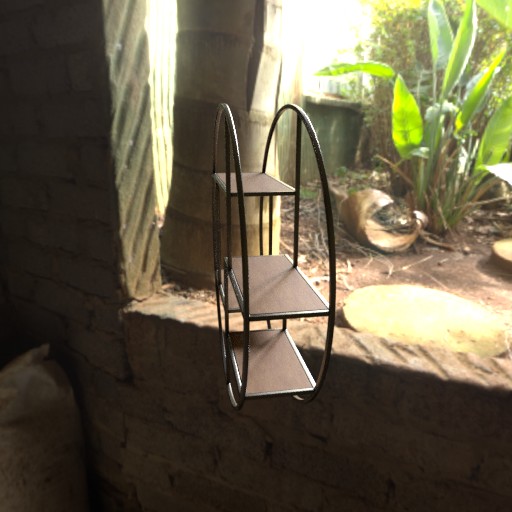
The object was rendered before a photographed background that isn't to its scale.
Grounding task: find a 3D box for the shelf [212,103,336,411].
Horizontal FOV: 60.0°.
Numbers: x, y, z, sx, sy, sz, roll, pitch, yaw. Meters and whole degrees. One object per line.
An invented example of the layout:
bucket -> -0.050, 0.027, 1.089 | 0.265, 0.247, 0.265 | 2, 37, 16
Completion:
shelf -> 0.000, 0.000, 1.367 | 0.202, 0.888, 0.888 | -3, 17, -9
